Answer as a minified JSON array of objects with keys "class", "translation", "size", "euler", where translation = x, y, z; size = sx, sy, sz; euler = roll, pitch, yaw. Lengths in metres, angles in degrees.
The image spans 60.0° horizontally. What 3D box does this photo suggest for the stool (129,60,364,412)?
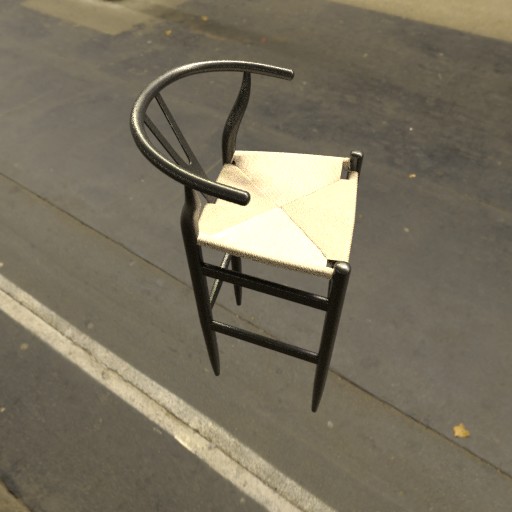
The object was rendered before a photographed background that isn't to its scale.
[{"class":"stool","translation":[0.000,0.000,1.432],"size":[0.579,1.072,0.569],"euler":[10,49,8]}]
